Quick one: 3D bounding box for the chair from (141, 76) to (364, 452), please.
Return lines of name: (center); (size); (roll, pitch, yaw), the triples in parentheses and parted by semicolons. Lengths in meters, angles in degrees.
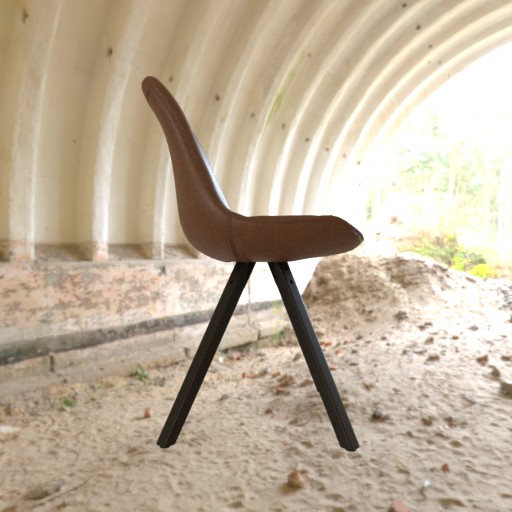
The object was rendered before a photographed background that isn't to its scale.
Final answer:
chair: (0.000, 0.000, 1.173); (0.550, 0.850, 0.475); (0, 0, 1)
